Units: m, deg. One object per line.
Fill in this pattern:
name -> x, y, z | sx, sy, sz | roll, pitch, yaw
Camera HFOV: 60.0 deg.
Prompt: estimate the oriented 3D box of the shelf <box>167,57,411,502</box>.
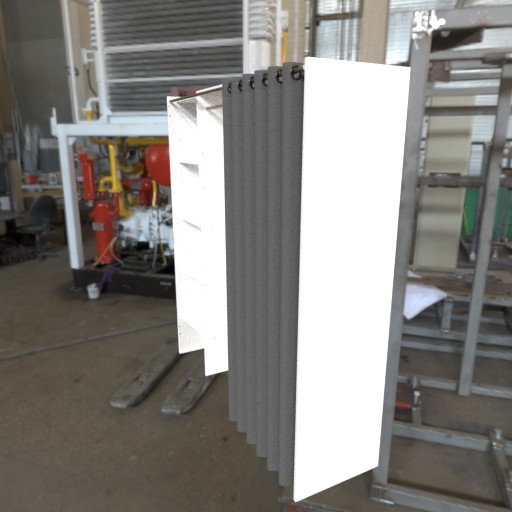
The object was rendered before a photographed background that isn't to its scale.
shelf -> 0.000, 0.000, 2.502 | 0.500, 1.810, 1.600 | -8, 16, -27
